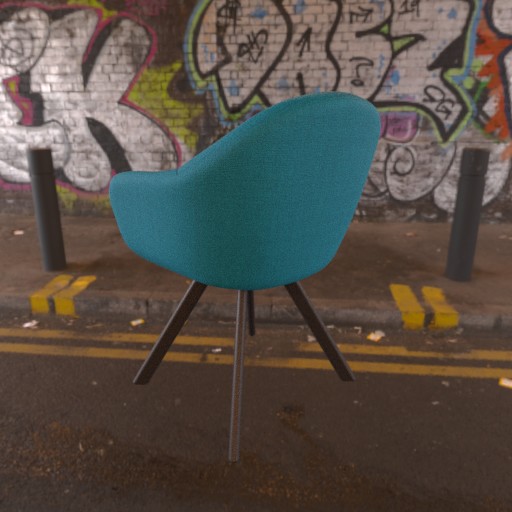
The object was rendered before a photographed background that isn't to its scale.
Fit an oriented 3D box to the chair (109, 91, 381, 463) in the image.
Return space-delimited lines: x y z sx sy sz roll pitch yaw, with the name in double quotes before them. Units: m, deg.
"chair" 0.000 0.000 1.166 0.590 0.795 0.550 -16 23 -42
